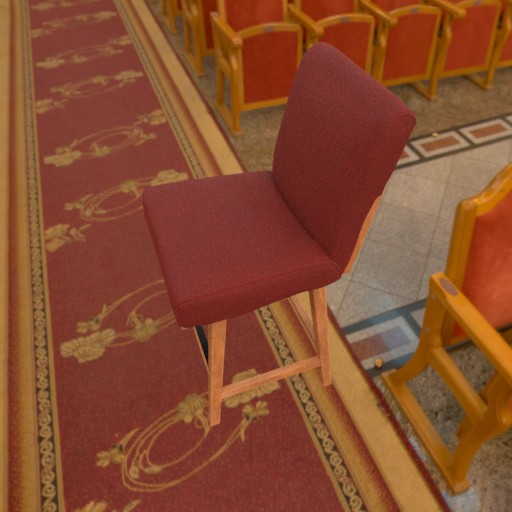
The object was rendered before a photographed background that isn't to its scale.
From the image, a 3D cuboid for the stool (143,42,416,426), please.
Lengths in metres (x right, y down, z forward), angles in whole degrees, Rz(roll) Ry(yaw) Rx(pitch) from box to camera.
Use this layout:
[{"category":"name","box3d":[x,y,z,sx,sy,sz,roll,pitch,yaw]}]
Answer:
[{"category":"stool","box3d":[0.000,0.000,1.314,0.562,1.038,0.468,-15,48,-14]}]
